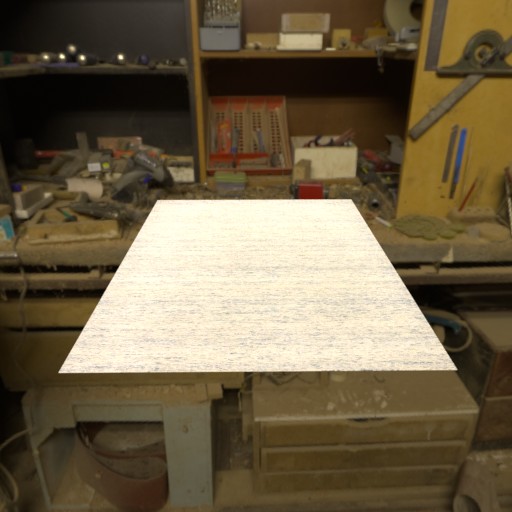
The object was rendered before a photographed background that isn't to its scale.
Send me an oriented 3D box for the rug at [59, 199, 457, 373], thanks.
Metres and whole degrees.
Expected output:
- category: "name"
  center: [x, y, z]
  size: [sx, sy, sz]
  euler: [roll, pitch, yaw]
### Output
- category: "rug"
  center: [0.000, 0.000, 4.146]
  size: [2.438, 0.006, 3.197]
  euler: [0, 26, -1]
